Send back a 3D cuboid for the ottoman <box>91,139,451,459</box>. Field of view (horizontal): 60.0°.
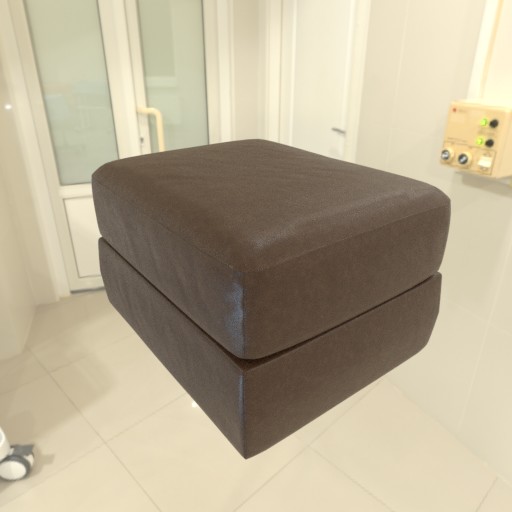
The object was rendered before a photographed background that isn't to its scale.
[{"bbox_3d":[0.000,0.000,1.152,0.603,0.476,0.751,-18,32,-33],"label":"ottoman"}]
